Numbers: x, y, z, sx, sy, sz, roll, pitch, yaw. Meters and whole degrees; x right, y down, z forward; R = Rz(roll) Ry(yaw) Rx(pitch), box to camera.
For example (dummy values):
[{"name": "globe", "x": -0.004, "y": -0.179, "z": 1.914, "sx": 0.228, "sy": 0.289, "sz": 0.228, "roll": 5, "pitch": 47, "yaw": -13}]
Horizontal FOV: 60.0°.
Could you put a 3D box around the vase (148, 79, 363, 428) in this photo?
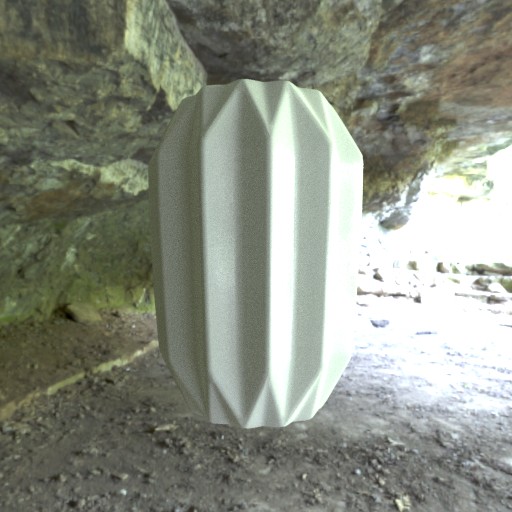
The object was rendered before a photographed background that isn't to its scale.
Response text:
[{"name": "vase", "x": 0.000, "y": 0.000, "z": 0.408, "sx": 0.195, "sy": 0.275, "sz": 0.195, "roll": 0, "pitch": 0, "yaw": 0}]
